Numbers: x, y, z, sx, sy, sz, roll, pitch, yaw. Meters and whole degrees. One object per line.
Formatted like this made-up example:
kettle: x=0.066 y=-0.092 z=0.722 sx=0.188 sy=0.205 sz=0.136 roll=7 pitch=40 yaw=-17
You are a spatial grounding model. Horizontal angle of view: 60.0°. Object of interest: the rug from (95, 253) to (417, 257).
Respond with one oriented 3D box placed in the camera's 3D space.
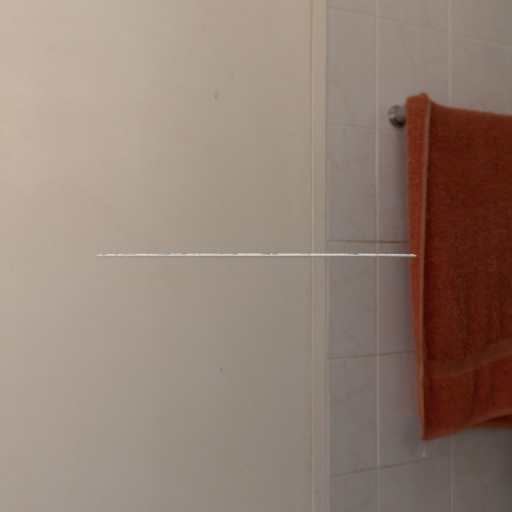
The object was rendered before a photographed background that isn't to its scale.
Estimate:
rug: x=0.000 y=0.000 z=2.335 sx=1.593 sy=0.012 sz=1.593 roll=0 pitch=0 yaw=0
